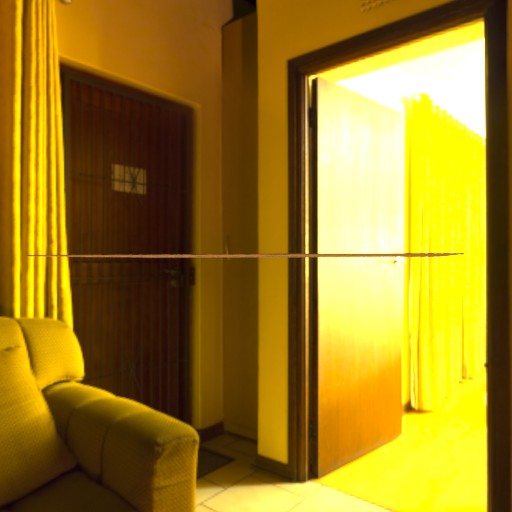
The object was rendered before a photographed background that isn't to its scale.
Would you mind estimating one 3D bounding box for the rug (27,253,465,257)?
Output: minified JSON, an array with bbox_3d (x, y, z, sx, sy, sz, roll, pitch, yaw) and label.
[{"bbox_3d":[0.000,0.000,3.022,2.447,0.011,1.520,0,-1,20],"label":"rug"}]
